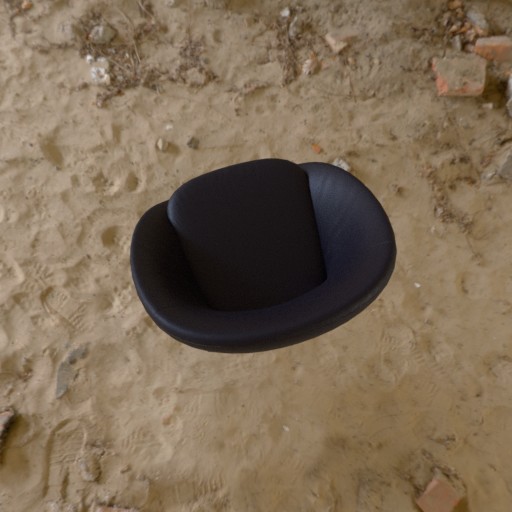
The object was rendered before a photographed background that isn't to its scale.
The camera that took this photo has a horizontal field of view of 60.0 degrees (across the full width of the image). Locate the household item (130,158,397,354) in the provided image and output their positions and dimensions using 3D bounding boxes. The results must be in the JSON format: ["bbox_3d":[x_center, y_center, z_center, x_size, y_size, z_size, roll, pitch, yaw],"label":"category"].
[{"bbox_3d":[0.000,0.000,1.285,0.623,0.852,0.573,-16,76,-4],"label":"household item"}]
